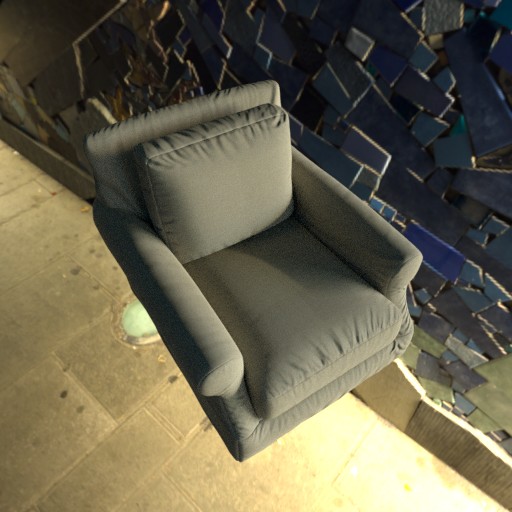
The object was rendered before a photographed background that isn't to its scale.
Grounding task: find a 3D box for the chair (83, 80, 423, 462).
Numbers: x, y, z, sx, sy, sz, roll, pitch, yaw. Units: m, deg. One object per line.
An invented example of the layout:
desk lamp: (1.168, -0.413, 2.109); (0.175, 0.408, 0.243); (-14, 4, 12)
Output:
chair: (0.000, 0.000, 1.712); (0.940, 0.866, 1.066); (-25, 52, -22)
